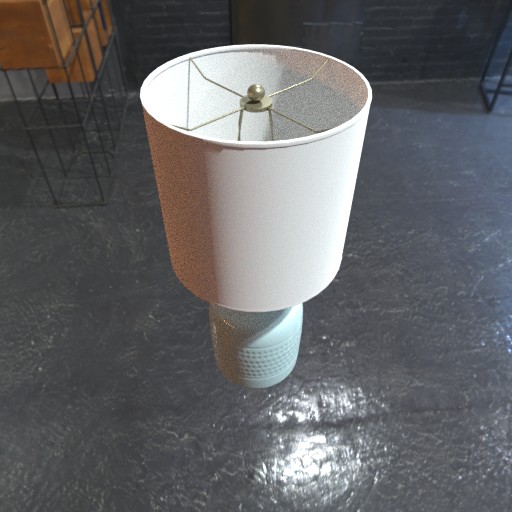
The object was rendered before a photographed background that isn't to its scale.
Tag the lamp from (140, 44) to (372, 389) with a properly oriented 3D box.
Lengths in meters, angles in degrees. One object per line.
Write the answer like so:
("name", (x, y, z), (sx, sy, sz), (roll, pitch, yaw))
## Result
("lamp", (0.000, 0.000, 1.114), (0.418, 0.871, 0.418), (-3, 44, -3))
